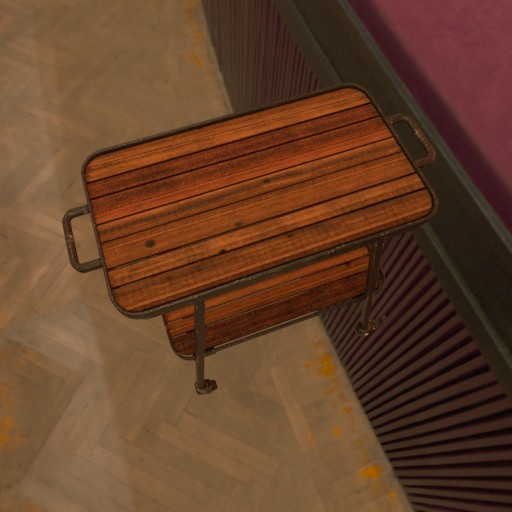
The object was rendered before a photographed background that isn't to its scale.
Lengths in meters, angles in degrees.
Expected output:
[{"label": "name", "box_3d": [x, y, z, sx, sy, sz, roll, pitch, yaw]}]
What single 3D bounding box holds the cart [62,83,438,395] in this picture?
[{"label": "cart", "box_3d": [0.000, 0.000, 1.253, 0.806, 0.700, 0.515, -18, 65, -9]}]
